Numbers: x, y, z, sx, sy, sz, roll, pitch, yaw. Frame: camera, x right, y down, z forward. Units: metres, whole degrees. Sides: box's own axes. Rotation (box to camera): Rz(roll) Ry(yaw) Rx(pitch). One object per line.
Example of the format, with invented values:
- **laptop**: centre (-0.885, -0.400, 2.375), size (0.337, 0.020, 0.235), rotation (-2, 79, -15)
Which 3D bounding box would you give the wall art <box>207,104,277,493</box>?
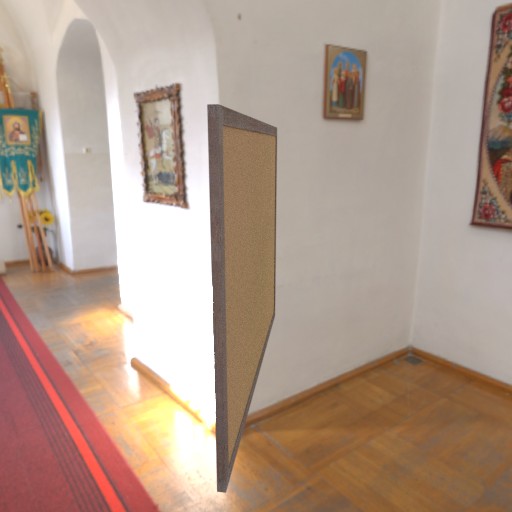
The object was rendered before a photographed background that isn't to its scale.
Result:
- **wall art**: centre (0.000, 0.000, 1.324), size (0.019, 0.774, 1.012), rotation (2, 14, 8)
